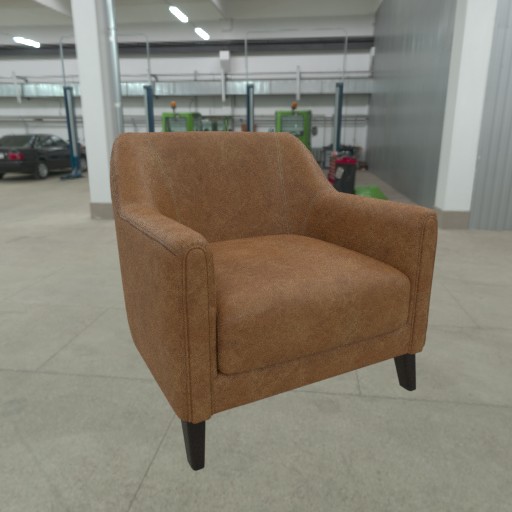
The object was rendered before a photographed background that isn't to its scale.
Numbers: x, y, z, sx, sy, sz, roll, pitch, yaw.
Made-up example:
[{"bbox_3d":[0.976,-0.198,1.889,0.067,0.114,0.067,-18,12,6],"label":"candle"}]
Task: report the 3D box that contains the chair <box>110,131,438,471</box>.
[{"bbox_3d":[0.000,0.000,1.811,1.037,0.980,1.034,-8,18,-27],"label":"chair"}]
